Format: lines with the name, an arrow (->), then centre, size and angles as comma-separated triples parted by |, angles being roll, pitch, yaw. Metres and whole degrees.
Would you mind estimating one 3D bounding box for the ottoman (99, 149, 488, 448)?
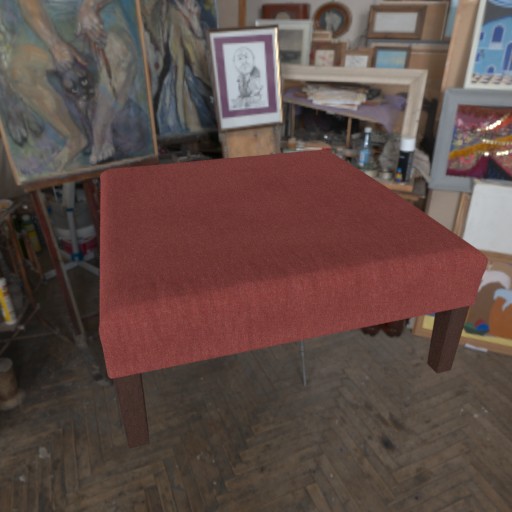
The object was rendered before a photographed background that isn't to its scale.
ottoman -> 0.000, 0.000, 1.384 | 0.889, 0.411, 0.890 | -9, 31, -14
